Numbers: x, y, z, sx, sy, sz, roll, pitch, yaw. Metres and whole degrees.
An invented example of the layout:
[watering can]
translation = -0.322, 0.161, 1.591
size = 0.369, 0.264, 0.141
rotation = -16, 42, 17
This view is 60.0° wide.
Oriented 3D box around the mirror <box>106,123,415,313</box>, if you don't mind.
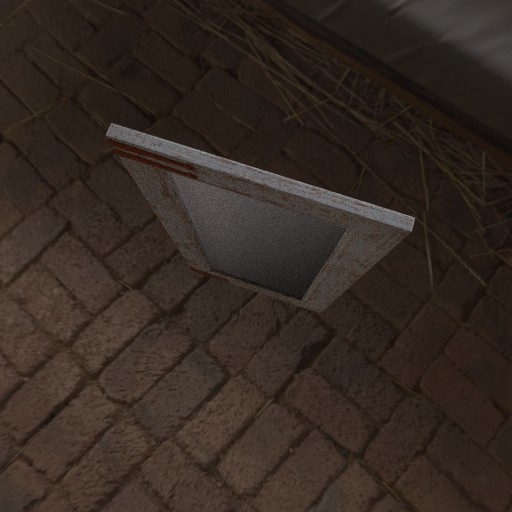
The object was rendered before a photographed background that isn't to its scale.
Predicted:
[mirror]
translation = 0.000, 0.000, 1.095
size = 0.472, 0.922, 0.027
rotation = 18, 76, 5
